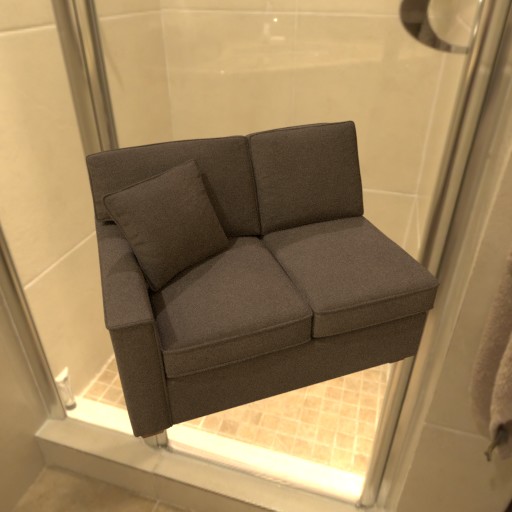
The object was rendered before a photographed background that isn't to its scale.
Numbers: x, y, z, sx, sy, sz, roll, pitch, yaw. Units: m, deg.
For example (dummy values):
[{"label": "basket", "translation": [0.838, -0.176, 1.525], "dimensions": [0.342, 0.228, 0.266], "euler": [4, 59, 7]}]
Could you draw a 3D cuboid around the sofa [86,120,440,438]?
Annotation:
[{"label": "sofa", "translation": [0.000, 0.000, 2.096], "dimensions": [1.388, 0.989, 0.991], "euler": [-11, 34, -17]}]
